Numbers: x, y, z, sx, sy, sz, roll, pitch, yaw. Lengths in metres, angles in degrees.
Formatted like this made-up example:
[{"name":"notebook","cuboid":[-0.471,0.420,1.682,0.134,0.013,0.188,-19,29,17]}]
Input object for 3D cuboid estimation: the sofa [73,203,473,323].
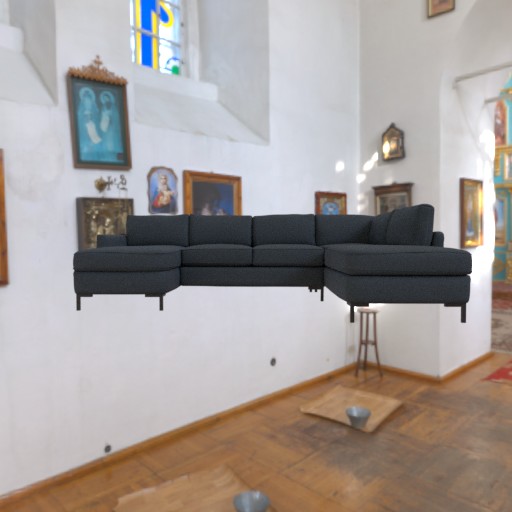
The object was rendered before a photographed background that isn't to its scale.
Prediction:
[{"name":"sofa","cuboid":[0.000,0.000,3.955,2.975,0.858,1.984,0,2,0]}]
